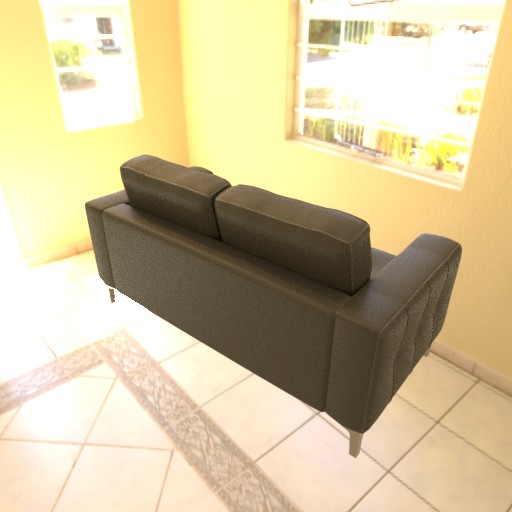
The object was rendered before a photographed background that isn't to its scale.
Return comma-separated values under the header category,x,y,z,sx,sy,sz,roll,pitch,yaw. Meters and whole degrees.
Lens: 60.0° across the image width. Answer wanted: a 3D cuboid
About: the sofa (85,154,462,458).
category,x,y,z,sx,sy,sz,roll,pitch,yaw
sofa,0.000,0.000,2.226,1.726,0.892,0.833,22,36,34
